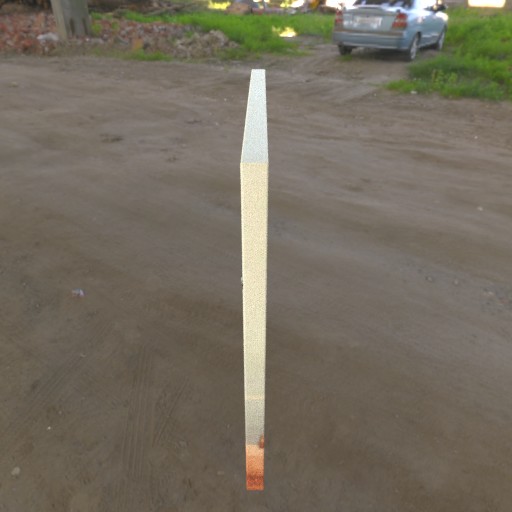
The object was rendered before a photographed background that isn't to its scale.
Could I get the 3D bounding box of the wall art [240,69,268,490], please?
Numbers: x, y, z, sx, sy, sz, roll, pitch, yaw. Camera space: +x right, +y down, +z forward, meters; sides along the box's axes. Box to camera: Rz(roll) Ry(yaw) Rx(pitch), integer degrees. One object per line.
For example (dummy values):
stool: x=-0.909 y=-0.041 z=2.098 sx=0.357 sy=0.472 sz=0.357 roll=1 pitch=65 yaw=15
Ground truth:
wall art: x=0.000 y=0.000 z=0.595 sx=0.023 sy=0.405 sz=0.405 roll=0 pitch=31 yaw=1
